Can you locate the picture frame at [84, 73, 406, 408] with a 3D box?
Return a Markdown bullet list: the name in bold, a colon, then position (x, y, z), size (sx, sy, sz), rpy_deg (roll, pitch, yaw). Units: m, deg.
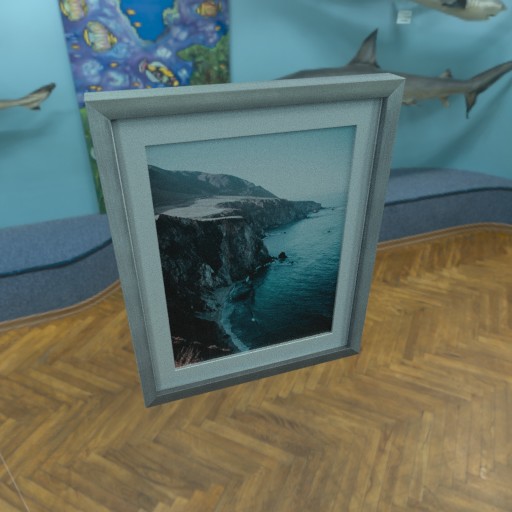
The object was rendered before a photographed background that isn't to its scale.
- **picture frame**: position (0.000, 0.000, 0.757), size (0.449, 0.555, 0.046), rpy_deg (-10, 33, -15)
